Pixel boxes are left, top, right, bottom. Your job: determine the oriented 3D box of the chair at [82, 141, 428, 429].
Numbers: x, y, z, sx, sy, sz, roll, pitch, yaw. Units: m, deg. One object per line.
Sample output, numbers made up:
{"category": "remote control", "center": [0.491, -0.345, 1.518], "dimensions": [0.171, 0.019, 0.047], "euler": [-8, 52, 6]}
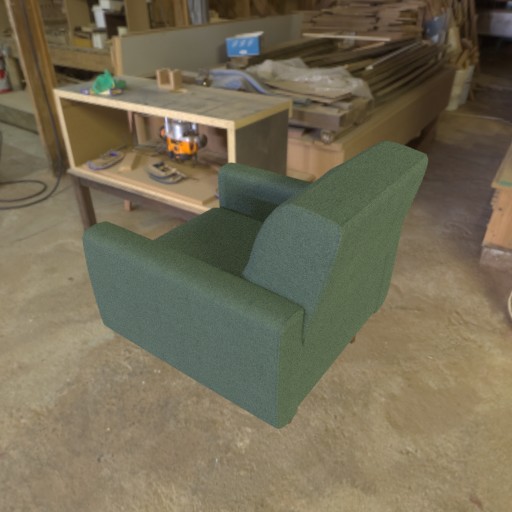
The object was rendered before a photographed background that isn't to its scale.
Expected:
{"category": "chair", "center": [0.000, 0.000, 1.606], "dimensions": [0.909, 0.841, 0.831], "euler": [22, 39, 30]}
